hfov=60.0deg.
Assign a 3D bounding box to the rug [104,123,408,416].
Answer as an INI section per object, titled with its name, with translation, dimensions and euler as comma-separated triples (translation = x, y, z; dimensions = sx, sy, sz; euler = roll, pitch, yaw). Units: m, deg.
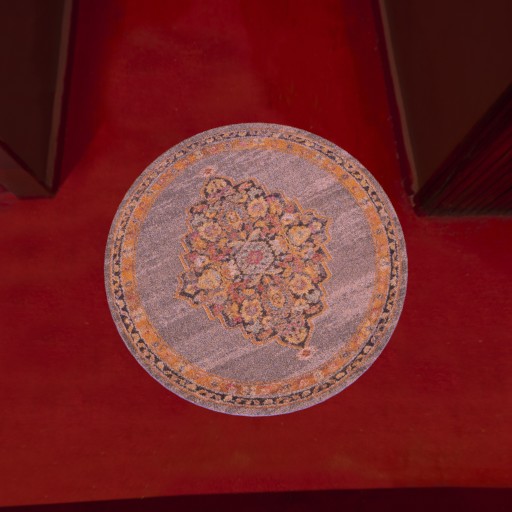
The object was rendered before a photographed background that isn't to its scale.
[rug]
translation = 0.000, 0.000, 3.493
dimensions = 2.382, 0.014, 2.382
euler = 0, 74, 0
